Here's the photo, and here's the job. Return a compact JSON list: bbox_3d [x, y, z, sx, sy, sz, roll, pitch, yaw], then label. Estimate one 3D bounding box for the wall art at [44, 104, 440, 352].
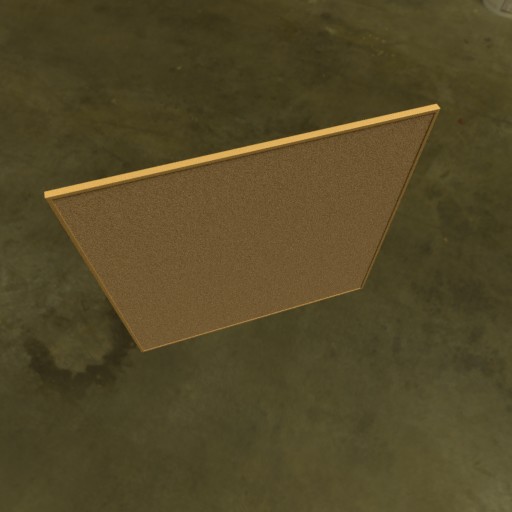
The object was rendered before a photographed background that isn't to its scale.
[{"bbox_3d":[0.000,0.000,0.986,0.657,0.655,0.014,-15,59,-9],"label":"wall art"}]
